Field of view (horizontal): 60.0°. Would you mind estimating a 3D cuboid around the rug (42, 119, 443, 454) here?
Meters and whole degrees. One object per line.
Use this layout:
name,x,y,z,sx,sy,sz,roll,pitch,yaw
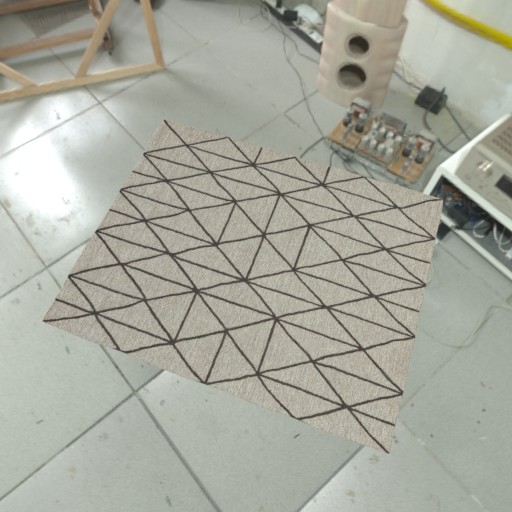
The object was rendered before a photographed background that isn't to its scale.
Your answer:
rug,0.000,0.000,4.087,3.061,0.022,2.468,18,65,9
